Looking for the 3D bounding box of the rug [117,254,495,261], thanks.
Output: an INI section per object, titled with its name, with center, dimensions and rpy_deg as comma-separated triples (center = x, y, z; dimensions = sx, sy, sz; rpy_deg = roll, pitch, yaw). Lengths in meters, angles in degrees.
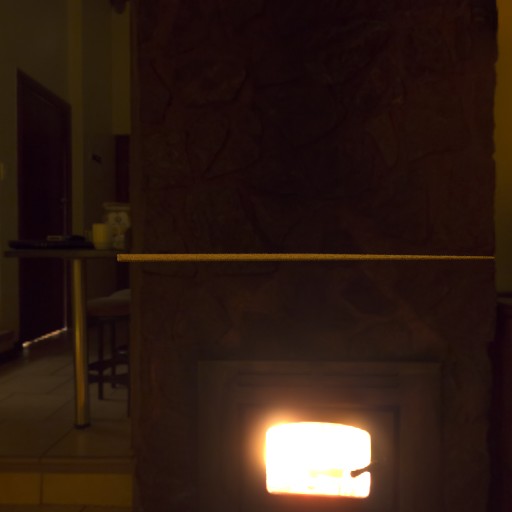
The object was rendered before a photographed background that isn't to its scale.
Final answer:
[rug]
center = 0.000, 0.000, 4.090
dimensions = 2.441, 0.016, 3.050
rpy_deg = 0, 1, -17
